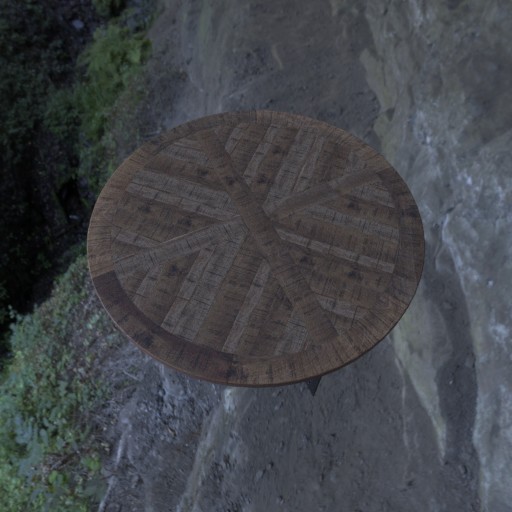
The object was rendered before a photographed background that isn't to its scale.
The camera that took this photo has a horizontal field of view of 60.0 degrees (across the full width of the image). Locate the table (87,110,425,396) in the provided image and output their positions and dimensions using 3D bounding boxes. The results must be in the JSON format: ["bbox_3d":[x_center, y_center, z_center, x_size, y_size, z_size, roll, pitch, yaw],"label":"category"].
[{"bbox_3d":[0.000,0.000,1.905,1.264,0.516,1.264,0,57,0],"label":"table"}]
